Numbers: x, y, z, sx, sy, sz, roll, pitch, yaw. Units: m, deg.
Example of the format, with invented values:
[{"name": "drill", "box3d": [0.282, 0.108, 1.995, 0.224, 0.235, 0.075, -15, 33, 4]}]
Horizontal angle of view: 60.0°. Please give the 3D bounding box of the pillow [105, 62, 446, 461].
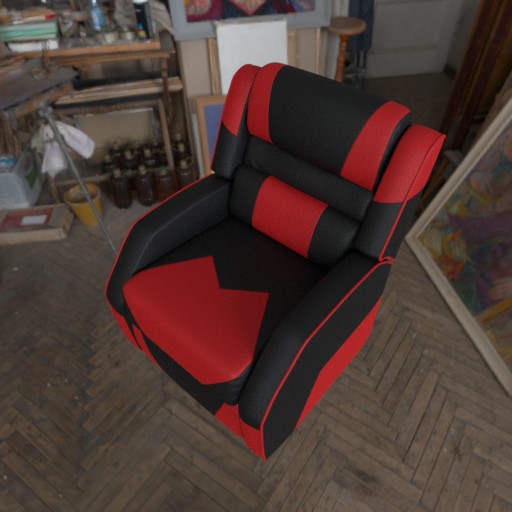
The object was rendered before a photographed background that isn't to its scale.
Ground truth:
[{"name": "pillow", "box3d": [0.000, 0.000, 1.254, 0.620, 0.805, 0.672, 32, 54, 27]}]
